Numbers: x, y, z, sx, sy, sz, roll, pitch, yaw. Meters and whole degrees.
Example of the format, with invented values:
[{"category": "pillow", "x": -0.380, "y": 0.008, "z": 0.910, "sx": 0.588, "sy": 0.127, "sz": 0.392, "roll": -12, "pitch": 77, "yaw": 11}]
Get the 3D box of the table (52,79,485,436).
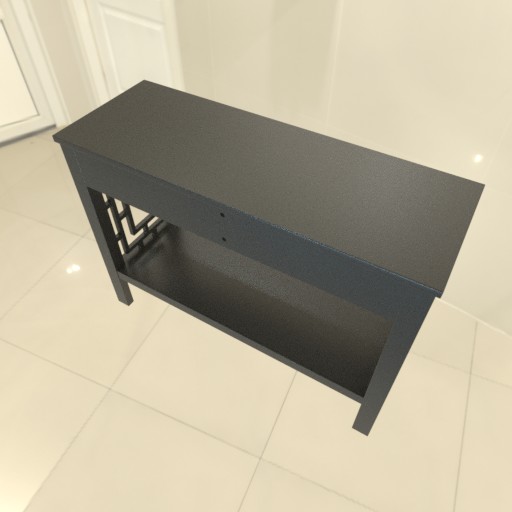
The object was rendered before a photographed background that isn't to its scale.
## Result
[{"category": "table", "x": 0.000, "y": 0.000, "z": 1.423, "sx": 1.068, "sy": 0.753, "sz": 0.397, "roll": 24, "pitch": 52, "yaw": 20}]
